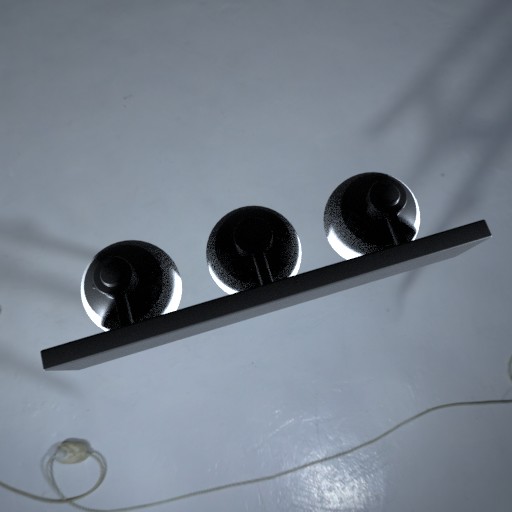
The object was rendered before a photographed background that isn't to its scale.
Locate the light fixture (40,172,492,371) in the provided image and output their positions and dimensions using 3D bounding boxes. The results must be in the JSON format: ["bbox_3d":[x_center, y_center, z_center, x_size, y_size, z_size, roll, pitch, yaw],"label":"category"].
[{"bbox_3d":[0.000,0.000,0.831,0.721,0.263,0.218,-16,77,-4],"label":"light fixture"}]
